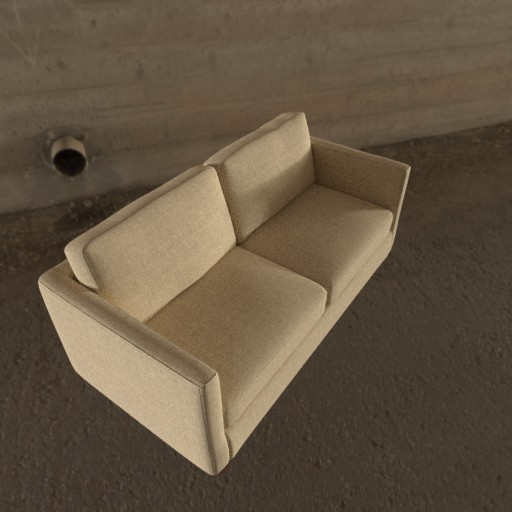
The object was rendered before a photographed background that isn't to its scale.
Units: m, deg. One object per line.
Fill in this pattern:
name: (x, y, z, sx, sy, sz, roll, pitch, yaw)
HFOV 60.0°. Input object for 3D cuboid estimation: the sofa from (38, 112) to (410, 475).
sofa: (0.000, 0.000, 2.380, 0.950, 0.963, 1.884, 25, 46, 27)
